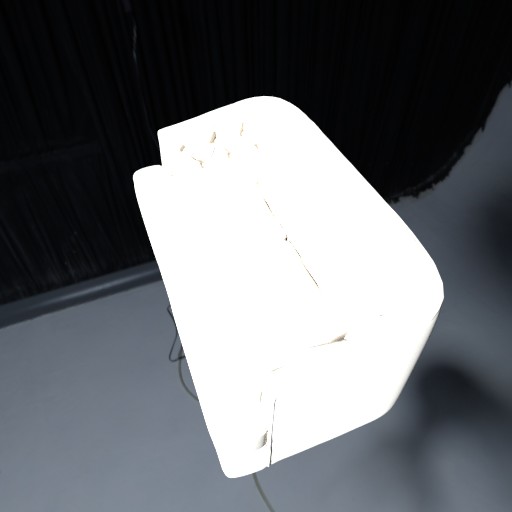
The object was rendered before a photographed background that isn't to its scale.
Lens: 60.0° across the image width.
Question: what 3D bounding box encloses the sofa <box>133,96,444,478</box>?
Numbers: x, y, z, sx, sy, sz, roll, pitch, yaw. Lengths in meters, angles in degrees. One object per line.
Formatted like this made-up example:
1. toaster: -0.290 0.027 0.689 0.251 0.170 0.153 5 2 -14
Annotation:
1. sofa: 0.000 0.000 2.202 0.940 0.878 1.731 -15 48 -14
